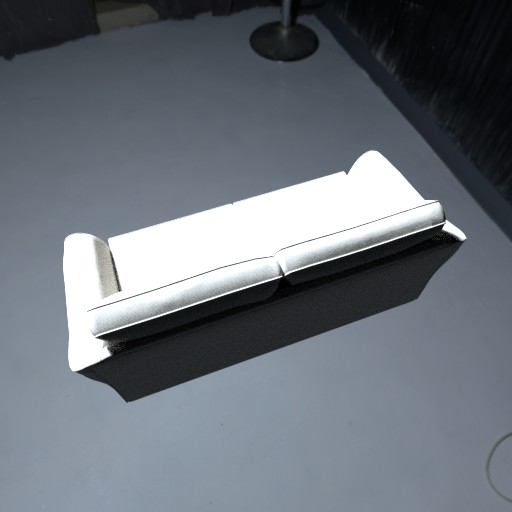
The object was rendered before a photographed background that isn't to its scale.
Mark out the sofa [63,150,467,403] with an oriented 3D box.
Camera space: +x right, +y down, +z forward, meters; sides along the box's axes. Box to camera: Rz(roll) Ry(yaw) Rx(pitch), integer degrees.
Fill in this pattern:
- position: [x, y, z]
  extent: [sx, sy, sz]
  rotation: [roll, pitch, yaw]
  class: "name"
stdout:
- position: [0.000, 0.000, 2.810]
  extent: [2.270, 0.965, 0.980]
  rotation: [-17, 59, -11]
  class: "sofa"
